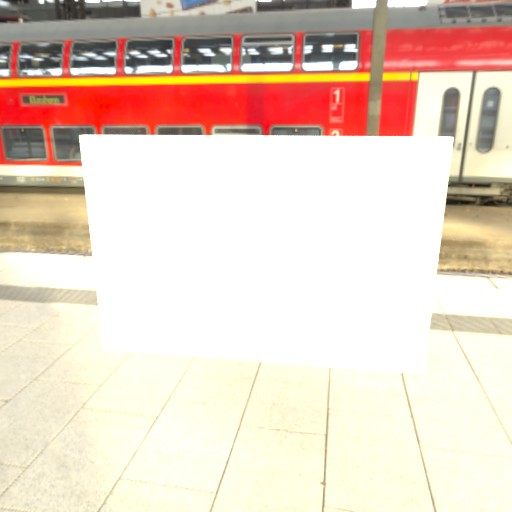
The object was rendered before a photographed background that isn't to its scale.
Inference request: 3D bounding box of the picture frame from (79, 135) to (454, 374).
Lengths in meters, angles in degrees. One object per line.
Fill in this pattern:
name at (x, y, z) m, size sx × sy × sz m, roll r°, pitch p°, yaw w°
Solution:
picture frame at (0.000, 0.000, 1.223) m, size 0.950 × 0.640 × 0.029 m, roll 2°, pitch 17°, yaw 8°
